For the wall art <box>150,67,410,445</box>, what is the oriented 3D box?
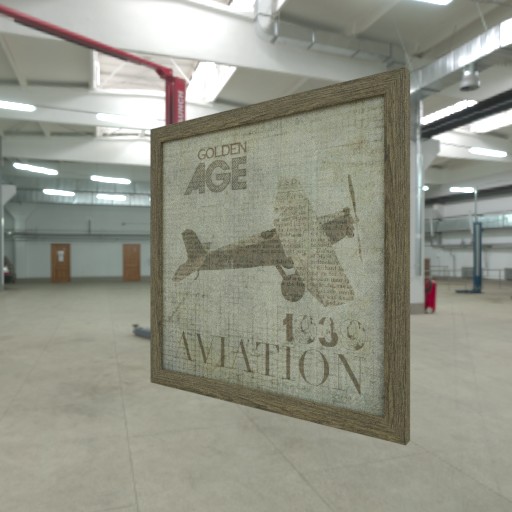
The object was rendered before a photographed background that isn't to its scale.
[{"bbox_3d":[0.000,0.000,0.750,0.508,0.508,0.019,0,0,36],"label":"wall art"}]
